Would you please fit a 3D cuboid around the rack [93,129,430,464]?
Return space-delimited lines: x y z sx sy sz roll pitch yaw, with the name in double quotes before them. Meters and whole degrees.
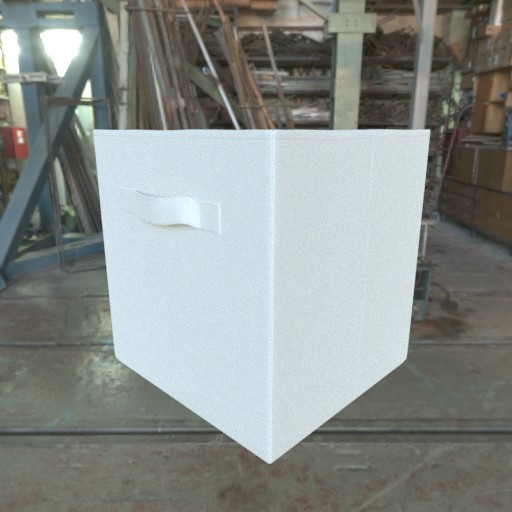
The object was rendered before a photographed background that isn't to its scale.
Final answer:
"rack" 0.000 0.000 0.510 0.270 0.280 0.270 15 22 42
